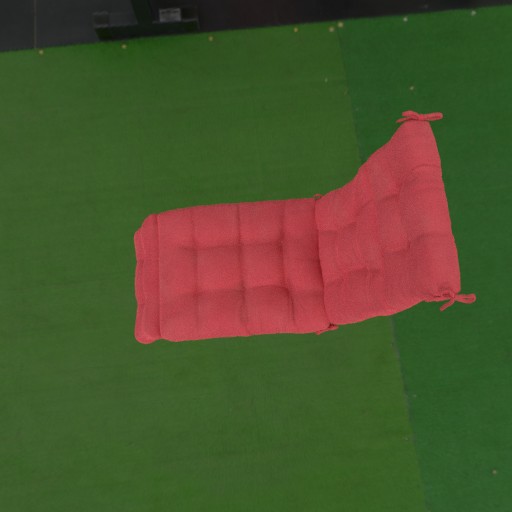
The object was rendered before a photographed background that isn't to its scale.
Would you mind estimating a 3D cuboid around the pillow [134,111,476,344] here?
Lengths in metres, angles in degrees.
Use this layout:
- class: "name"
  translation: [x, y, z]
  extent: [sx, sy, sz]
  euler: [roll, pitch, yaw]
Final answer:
- class: "pillow"
  translation: [0.000, 0.000, 1.485]
  extent: [1.016, 0.863, 0.526]
  euler: [-4, 76, -1]
